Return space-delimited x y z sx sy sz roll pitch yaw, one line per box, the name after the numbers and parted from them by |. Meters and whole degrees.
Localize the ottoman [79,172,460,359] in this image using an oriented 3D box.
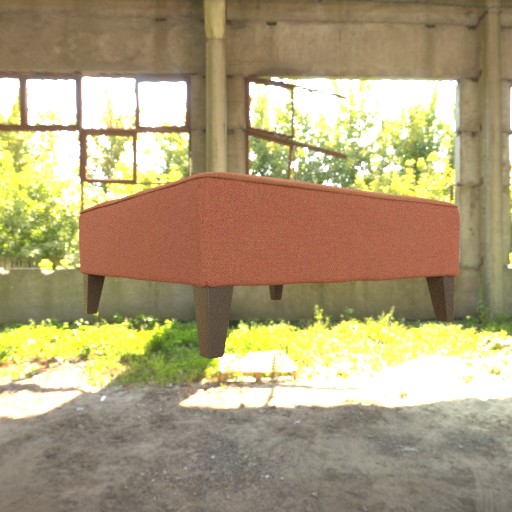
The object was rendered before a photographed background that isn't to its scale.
0.000 0.000 1.589 0.999 0.438 0.997 0 0 -36 | ottoman
